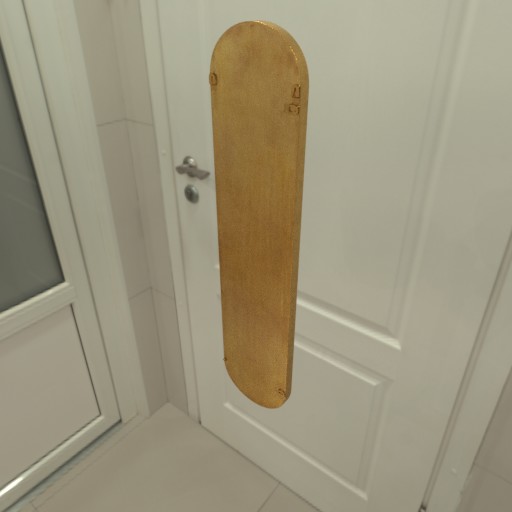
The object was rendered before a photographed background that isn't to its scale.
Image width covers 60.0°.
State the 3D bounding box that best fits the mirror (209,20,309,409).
[{"bbox_3d":[0.000,0.000,1.055,0.222,0.991,0.032,22,38,32],"label":"mirror"}]
